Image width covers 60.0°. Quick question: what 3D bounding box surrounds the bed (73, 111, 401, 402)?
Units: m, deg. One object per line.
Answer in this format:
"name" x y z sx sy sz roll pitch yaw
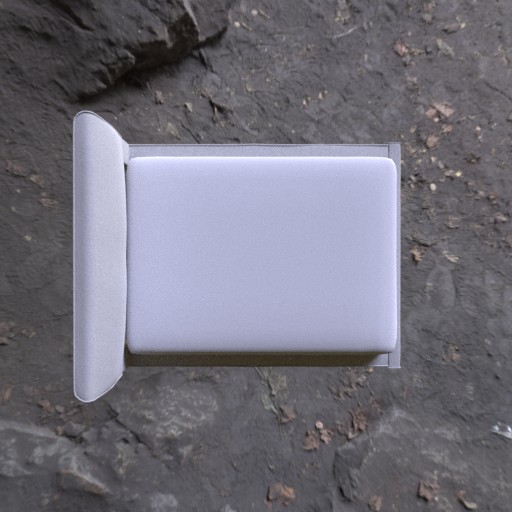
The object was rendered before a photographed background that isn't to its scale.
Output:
"bed" 0.000 0.000 3.292 2.368 1.067 1.840 0 90 0
